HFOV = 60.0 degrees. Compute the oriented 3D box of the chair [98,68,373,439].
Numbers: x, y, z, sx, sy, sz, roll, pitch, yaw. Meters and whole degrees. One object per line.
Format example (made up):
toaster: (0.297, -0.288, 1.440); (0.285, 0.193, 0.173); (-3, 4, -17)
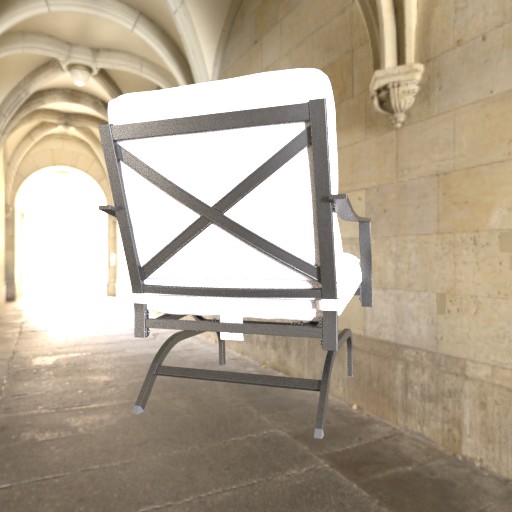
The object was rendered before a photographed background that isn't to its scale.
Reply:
chair: (0.000, 0.000, 1.382); (0.650, 0.860, 0.787); (0, 0, 19)
